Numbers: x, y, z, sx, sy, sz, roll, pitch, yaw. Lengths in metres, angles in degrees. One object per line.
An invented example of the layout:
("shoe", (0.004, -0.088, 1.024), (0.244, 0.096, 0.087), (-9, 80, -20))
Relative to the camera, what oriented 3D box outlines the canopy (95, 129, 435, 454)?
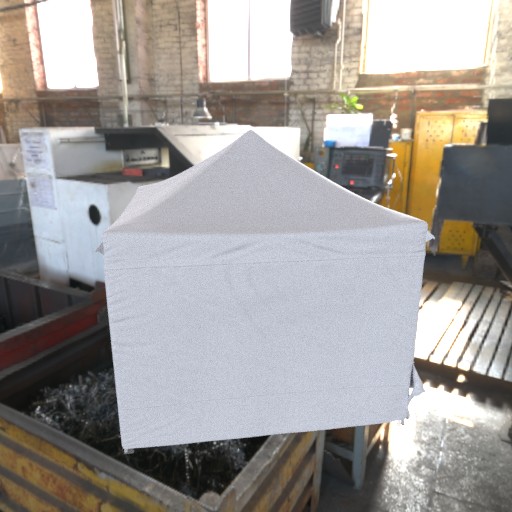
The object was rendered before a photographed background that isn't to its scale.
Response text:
("canopy", (0.000, 0.000, 5.460), (3.121, 2.997, 3.043), (-2, 17, -8))
